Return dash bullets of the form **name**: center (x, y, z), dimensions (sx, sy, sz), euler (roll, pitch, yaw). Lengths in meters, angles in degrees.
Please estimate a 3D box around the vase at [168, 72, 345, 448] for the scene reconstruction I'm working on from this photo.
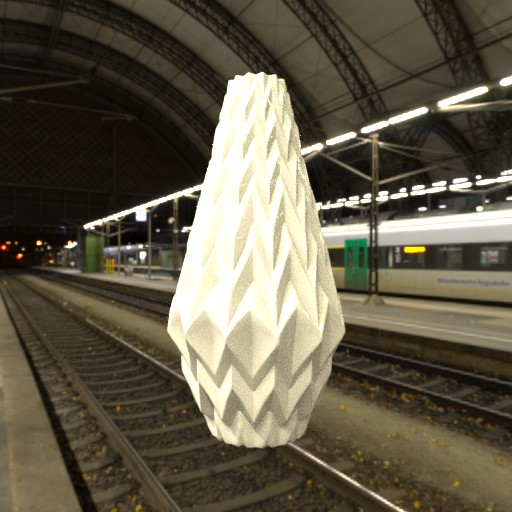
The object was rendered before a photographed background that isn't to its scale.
- **vase**: center (0.000, 0.000, 0.422), dimensions (0.167, 0.328, 0.167), euler (0, 0, 0)
